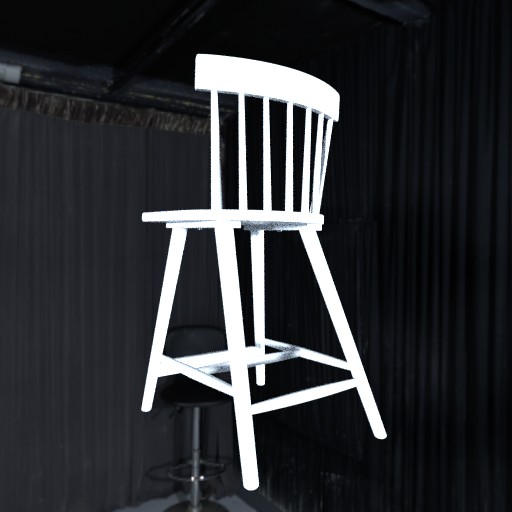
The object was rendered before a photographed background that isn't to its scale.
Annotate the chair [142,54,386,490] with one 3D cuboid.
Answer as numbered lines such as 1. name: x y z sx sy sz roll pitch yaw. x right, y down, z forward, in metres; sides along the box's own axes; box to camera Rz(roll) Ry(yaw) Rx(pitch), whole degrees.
1. chair: 0.000 0.000 1.255 0.483 0.952 0.572 -1 1 -36
